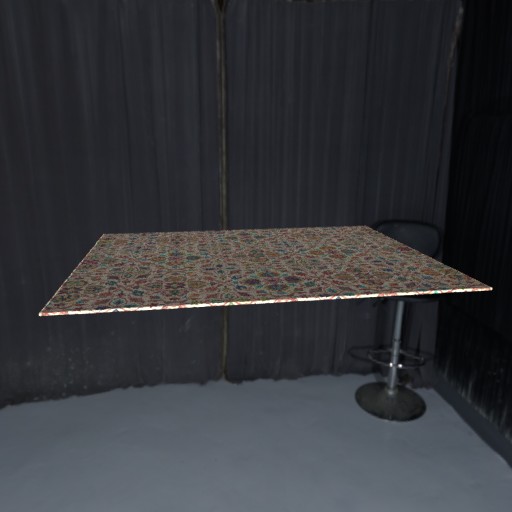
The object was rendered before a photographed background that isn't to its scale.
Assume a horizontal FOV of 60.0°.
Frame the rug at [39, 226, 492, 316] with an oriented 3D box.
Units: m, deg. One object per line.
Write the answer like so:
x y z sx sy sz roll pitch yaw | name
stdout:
0.000 0.000 4.247 3.215 0.020 2.446 -2 15 -9 | rug
